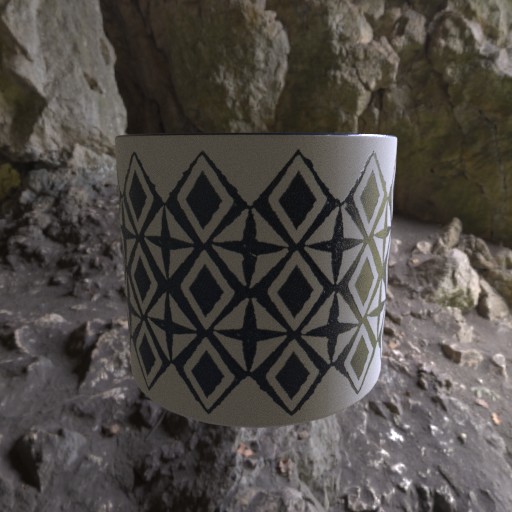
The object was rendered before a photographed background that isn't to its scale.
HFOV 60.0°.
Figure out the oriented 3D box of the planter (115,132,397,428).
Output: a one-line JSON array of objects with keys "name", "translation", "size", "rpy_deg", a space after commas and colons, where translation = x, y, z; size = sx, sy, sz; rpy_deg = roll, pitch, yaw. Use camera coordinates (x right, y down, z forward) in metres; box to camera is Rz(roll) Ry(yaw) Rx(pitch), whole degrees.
[{"name": "planter", "translation": [0.000, 0.000, 0.316], "size": [0.182, 0.165, 0.182], "rpy_deg": [0, 14, 0]}]
